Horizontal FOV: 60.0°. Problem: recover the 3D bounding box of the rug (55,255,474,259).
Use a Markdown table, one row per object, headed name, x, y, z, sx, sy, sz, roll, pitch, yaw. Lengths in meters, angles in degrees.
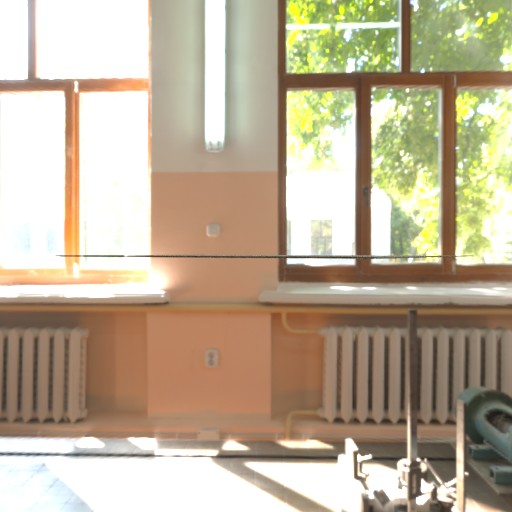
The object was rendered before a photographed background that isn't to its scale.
| name | x | y | z | sx | sy | sz | roll | pitch | yaw |
| --- | --- | --- | --- | --- | --- | --- | --- | --- | --- |
| rug | 0.000 | 0.000 | 4.239 | 3.422 | 0.015 | 2.143 | 0 | 0 | 37 |
